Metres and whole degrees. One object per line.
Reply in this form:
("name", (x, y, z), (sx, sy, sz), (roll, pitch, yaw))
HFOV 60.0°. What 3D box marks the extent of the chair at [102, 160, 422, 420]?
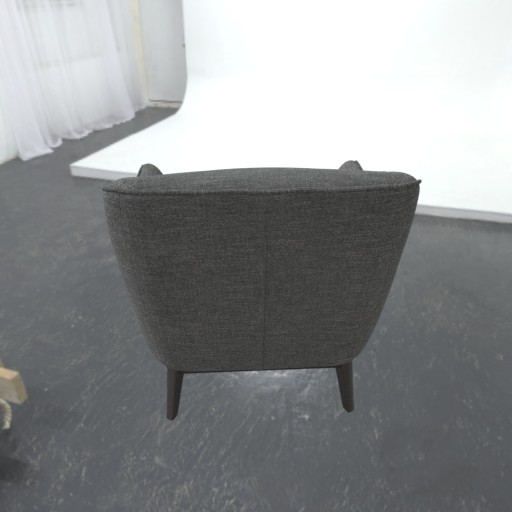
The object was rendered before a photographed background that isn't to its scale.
("chair", (0.000, 0.000, 1.498), (0.870, 0.829, 0.851), (-2, 30, -3))
